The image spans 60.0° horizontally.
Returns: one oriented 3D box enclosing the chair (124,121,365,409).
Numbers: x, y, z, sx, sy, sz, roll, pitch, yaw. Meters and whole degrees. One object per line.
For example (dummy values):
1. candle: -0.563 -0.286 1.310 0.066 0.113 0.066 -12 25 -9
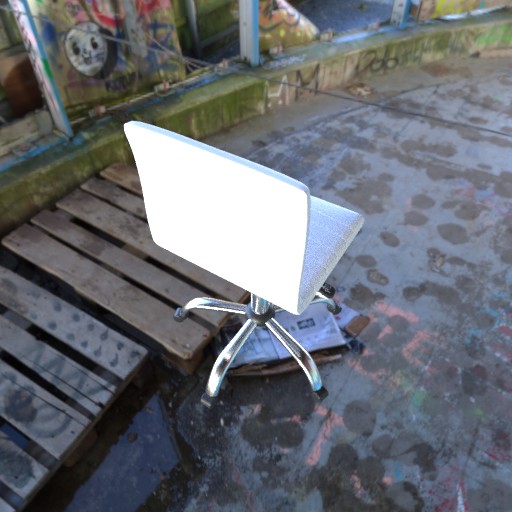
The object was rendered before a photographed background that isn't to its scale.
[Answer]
1. chair: 0.000 0.000 1.123 0.556 0.780 0.530 25 51 22
